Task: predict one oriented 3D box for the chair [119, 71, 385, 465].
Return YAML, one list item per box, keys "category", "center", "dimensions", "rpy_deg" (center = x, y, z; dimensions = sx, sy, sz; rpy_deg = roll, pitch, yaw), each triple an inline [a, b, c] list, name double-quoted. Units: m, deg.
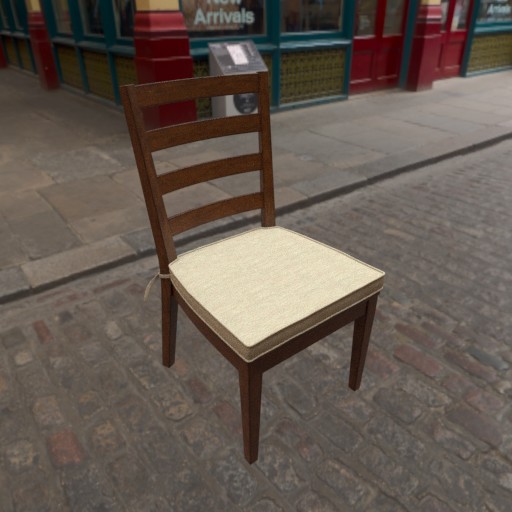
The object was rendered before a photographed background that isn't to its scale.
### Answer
- category: "chair"
  center: [0.000, 0.000, 1.366]
  dimensions: [0.593, 0.979, 0.595]
  rpy_deg: [-21, 36, -33]
